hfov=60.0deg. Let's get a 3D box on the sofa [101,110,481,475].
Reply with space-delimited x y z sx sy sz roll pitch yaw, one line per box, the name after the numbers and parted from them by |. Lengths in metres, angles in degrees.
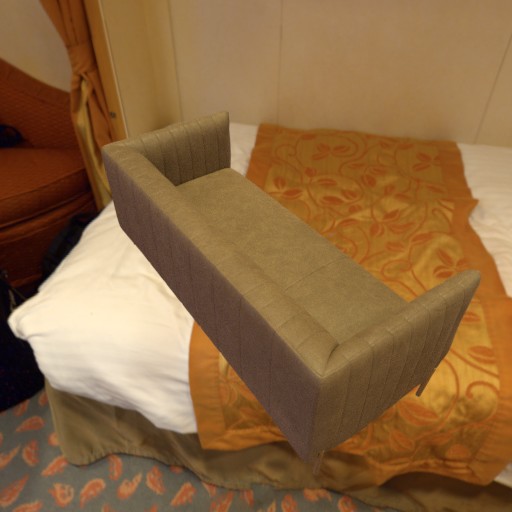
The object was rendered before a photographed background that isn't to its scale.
0.000 0.000 2.395 0.876 0.779 1.980 -25 47 -26 | sofa
